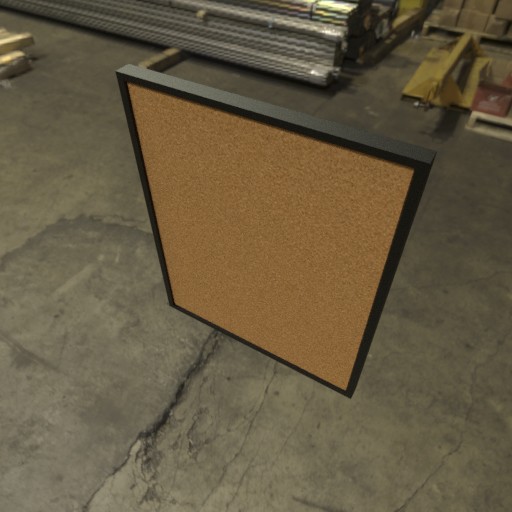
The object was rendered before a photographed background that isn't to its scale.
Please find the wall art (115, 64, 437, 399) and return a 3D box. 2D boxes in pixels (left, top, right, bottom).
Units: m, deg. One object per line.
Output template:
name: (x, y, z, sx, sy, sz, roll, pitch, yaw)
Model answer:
wall art: (0.000, 0.000, 0.773, 0.457, 0.559, 0.029, 23, 51, 21)
